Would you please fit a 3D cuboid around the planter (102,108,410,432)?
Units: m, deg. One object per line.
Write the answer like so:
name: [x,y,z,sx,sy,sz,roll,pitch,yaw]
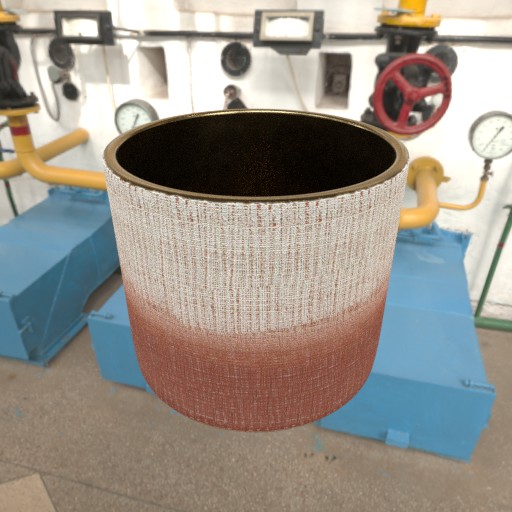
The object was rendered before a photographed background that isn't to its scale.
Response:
planter: [0.000,0.000,0.301,0.178,0.157,0.178,0,31,0]
